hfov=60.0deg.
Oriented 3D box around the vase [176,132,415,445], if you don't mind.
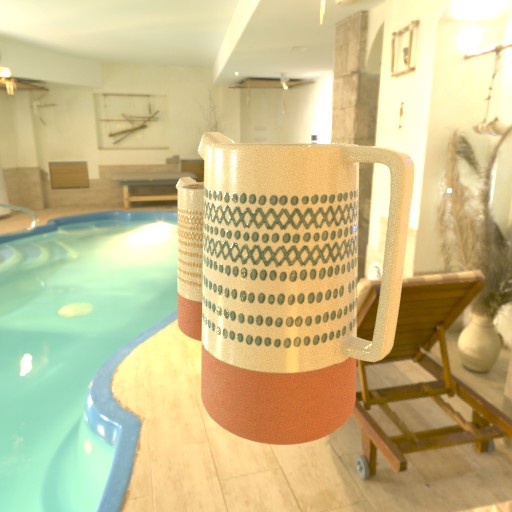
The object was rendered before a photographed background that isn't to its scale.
[{"bbox_3d":[0.000,0.000,0.460,0.168,0.247,0.326,-3,15,-10],"label":"vase"}]
